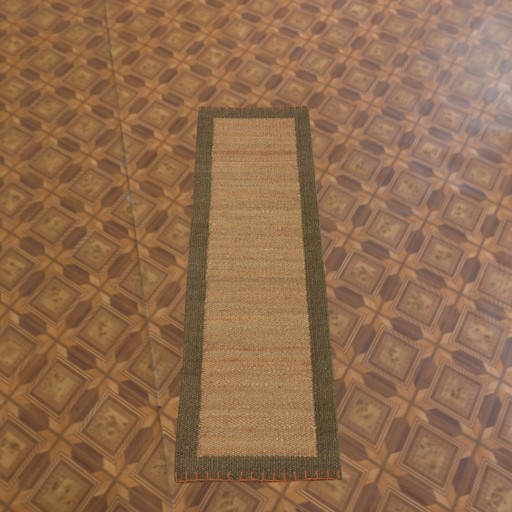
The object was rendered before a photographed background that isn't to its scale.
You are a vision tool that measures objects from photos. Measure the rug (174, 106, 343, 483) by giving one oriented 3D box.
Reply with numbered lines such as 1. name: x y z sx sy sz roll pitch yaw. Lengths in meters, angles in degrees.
1. rug: 0.000 0.000 2.650 0.810 0.016 2.413 0 63 0
